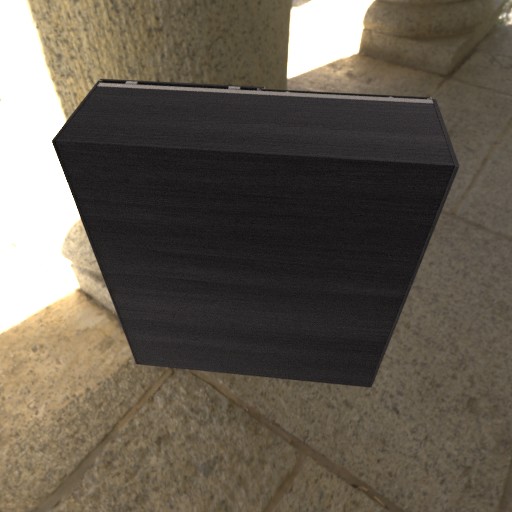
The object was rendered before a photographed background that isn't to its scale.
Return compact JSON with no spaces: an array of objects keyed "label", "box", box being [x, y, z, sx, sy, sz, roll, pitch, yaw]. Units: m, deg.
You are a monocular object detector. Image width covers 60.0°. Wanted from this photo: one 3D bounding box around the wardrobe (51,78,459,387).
[{"label":"wardrobe","box":[0.000,0.000,2.838,1.780,1.960,0.629,5,47,4]}]
